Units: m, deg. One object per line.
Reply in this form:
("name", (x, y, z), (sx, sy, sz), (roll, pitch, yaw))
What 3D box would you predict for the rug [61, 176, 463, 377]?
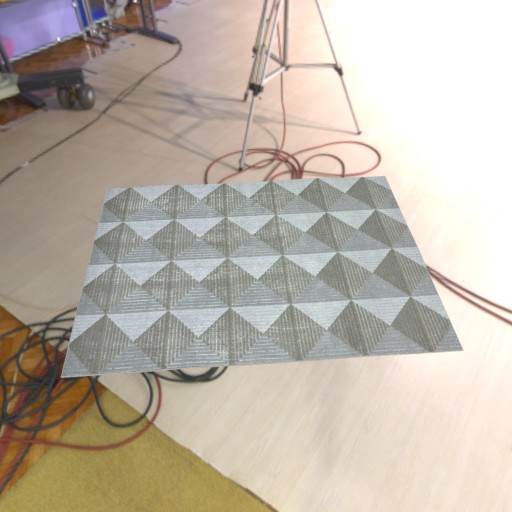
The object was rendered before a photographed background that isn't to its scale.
("rug", (0.000, 0.000, 4.475), (3.333, 0.027, 2.428), (-3, 47, -3))
